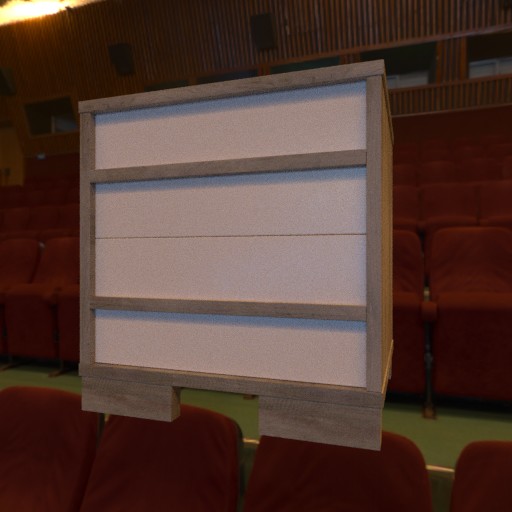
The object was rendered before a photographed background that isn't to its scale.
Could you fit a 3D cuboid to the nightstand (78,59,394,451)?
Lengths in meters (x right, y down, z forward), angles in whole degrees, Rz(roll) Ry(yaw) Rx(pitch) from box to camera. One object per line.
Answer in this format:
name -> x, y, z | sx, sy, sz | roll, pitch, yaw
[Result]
nightstand -> 0.000, 0.000, 0.737 | 0.427, 0.448, 0.347 | 0, 0, 19
